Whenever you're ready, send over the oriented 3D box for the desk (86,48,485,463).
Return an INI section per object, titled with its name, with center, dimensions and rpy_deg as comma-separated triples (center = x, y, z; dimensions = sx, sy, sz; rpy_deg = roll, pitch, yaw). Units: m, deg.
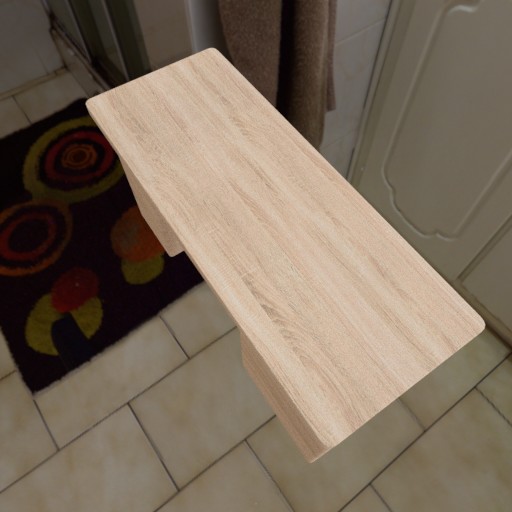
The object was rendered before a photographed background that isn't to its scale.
[desk]
center = 0.000, 0.000, 1.716
dimensions = 0.550, 0.760, 1.400
rpy_deg = -31, 65, -16
